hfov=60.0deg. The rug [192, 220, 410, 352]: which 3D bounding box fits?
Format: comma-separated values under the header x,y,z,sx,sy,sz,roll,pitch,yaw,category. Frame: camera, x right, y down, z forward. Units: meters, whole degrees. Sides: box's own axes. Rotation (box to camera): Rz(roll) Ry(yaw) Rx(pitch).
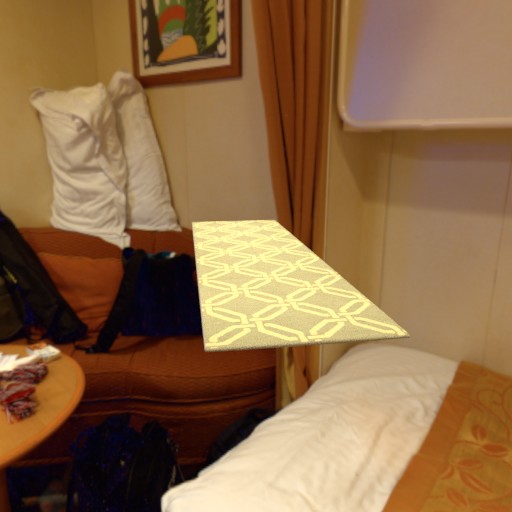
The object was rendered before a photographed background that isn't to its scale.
x,y,z,sx,sy,sz,roll,pitch,yaw,category
0.000,0.000,2.501,0.678,0.014,2.276,-2,15,-9,rug
